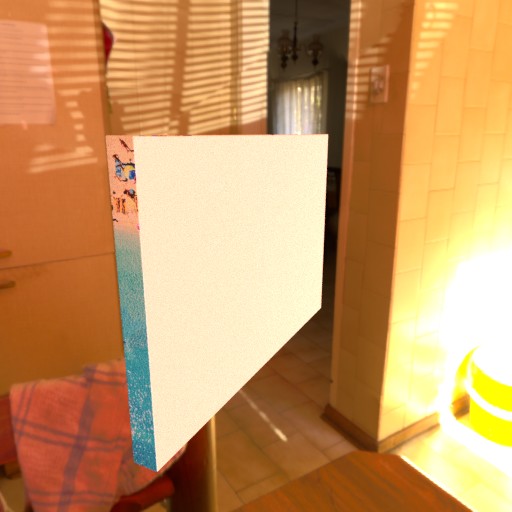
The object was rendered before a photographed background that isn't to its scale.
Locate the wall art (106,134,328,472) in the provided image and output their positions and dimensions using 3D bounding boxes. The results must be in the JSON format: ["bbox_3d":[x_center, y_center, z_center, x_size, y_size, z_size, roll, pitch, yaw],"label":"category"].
[{"bbox_3d":[0.000,0.000,0.767,0.039,0.406,0.609,8,17,26],"label":"wall art"}]
